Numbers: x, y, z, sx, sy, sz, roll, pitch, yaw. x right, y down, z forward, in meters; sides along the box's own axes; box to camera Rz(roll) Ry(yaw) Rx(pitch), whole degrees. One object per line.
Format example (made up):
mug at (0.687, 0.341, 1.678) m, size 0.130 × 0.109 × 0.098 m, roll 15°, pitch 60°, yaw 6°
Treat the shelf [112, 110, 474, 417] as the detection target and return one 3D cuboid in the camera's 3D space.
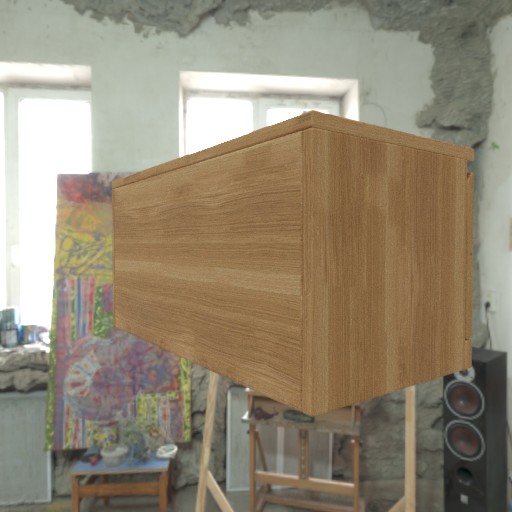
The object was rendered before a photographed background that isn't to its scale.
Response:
shelf at (0.000, 0.000, 1.015) m, size 0.400 × 0.400 × 0.800 m, roll -1°, pitch 2°, yaw -36°
